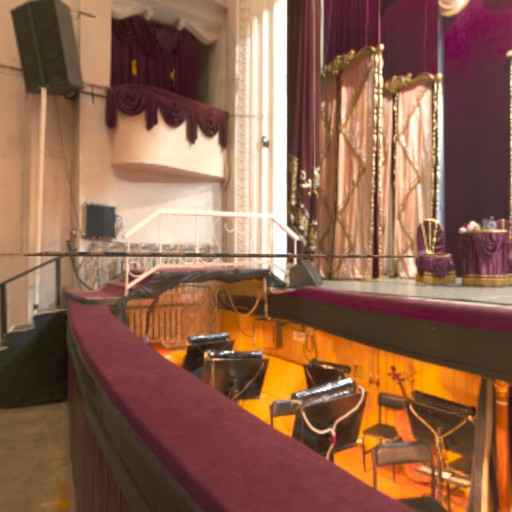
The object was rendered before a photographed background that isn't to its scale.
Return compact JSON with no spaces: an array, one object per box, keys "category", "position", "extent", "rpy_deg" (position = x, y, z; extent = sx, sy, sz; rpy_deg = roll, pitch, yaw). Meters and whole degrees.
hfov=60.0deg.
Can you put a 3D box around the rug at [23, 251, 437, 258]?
[{"category":"rug","position":[0.000,0.000,1.648],"extent":[1.492,0.007,0.503],"rpy_deg":[0,-1,-34]}]
